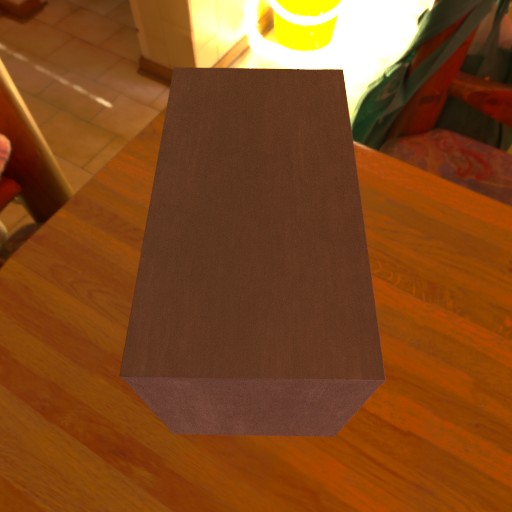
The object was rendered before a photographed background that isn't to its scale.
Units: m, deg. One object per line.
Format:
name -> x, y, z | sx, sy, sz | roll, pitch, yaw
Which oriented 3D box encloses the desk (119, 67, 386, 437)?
desk -> 0.000, 0.000, 1.601 | 0.600, 0.750, 1.100 | 1, 59, 0
